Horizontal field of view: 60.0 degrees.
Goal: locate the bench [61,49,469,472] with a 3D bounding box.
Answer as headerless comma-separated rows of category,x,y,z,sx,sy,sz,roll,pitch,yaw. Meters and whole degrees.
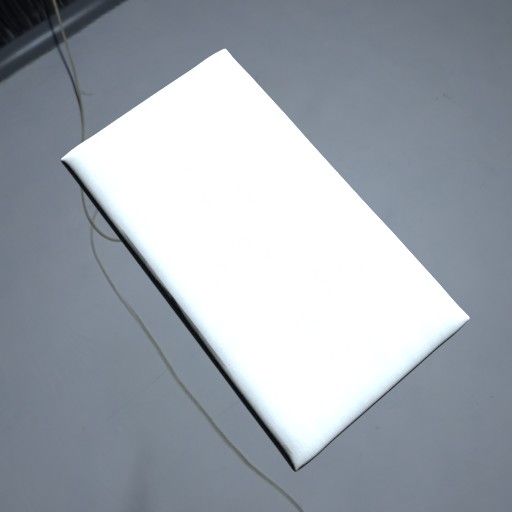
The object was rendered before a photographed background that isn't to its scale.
bench,0.000,0.000,1.201,0.500,0.449,0.887,-38,79,-9
